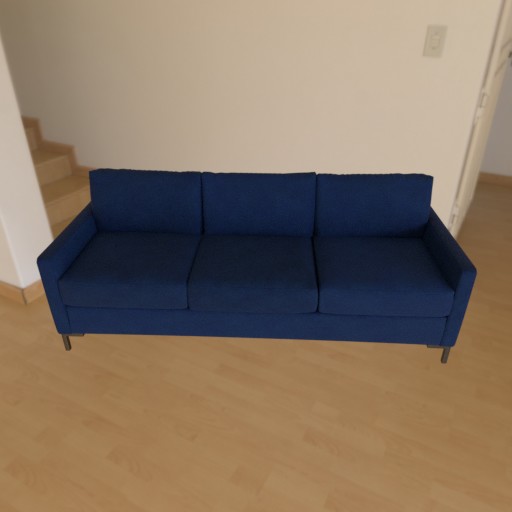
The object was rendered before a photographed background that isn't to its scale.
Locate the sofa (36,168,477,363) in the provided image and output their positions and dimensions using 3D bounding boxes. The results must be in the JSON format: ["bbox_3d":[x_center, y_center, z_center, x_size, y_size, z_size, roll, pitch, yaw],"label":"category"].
[{"bbox_3d":[0.000,0.000,2.657,2.252,0.879,0.875,1,30,2],"label":"sofa"}]
